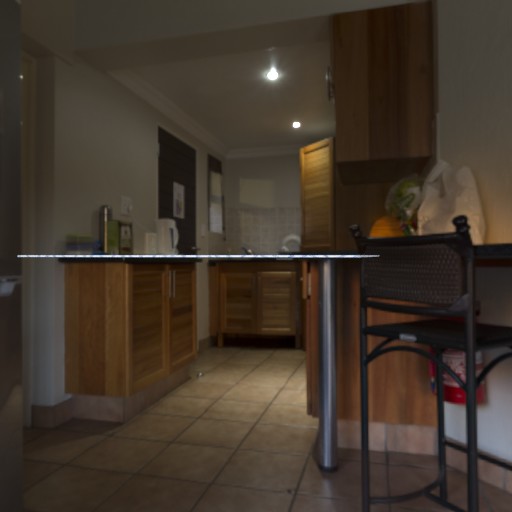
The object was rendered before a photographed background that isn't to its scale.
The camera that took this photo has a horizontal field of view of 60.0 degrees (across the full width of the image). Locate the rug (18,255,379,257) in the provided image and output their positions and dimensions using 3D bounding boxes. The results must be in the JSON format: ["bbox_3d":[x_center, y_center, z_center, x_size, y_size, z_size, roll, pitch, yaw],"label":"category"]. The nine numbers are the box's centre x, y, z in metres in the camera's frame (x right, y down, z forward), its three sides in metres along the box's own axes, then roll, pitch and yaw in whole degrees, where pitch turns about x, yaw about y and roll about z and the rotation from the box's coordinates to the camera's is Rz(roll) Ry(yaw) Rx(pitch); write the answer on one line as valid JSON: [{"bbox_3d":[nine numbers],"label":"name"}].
[{"bbox_3d":[0.000,0.000,2.963,1.526,0.008,2.441,0,0,17],"label":"rug"}]
